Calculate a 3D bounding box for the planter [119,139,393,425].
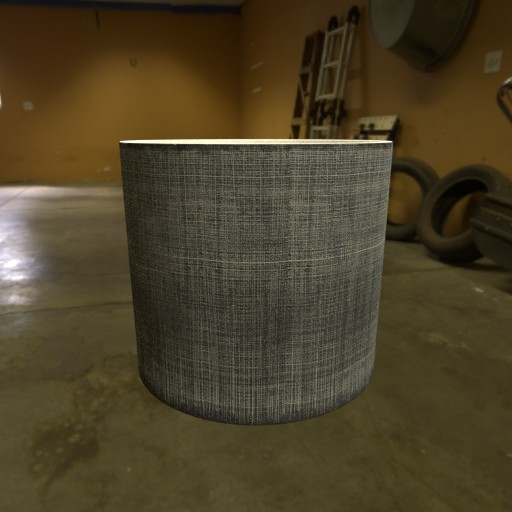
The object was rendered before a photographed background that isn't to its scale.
[{"bbox_3d":[0.000,0.000,0.399,0.221,0.201,0.221,0,15,0],"label":"planter"}]
